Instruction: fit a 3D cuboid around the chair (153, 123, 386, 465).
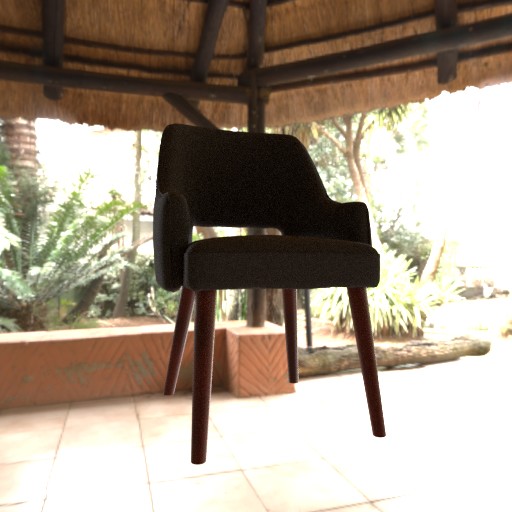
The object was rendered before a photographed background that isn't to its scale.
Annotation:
[{"bbox_3d":[0.000,0.000,1.218,0.559,0.838,0.560,0,-1,-19],"label":"chair"}]
